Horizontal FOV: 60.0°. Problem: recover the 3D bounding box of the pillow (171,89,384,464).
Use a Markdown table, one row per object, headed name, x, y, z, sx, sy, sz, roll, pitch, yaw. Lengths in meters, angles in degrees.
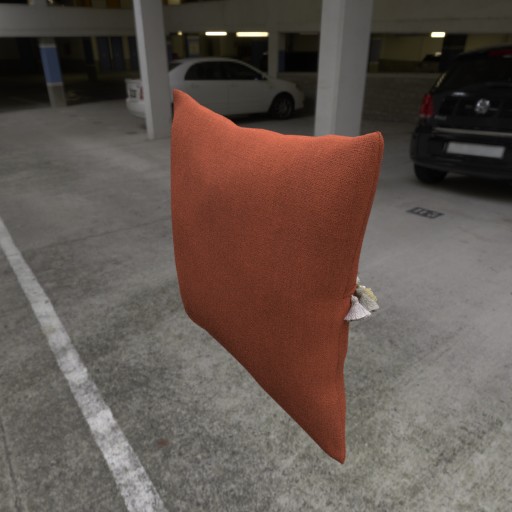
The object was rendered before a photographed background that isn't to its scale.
| name | x | y | z | sx | sy | sz | roll | pitch | yaw |
| --- | --- | --- | --- | --- | --- | --- | --- | --- | --- |
| pillow | 0.000 | 0.000 | 0.731 | 0.165 | 0.482 | 0.490 | -18 | 32 | -31 |
